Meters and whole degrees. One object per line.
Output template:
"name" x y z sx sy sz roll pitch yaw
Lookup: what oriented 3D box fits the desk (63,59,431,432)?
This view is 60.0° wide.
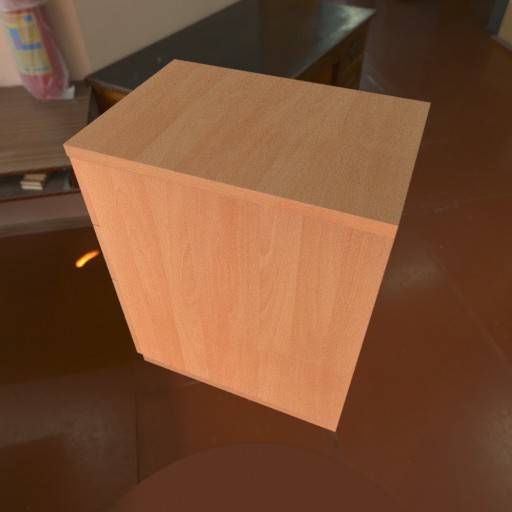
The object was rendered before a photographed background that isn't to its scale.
"desk" 0.000 0.000 1.103 0.600 0.730 0.404 16 48 15
